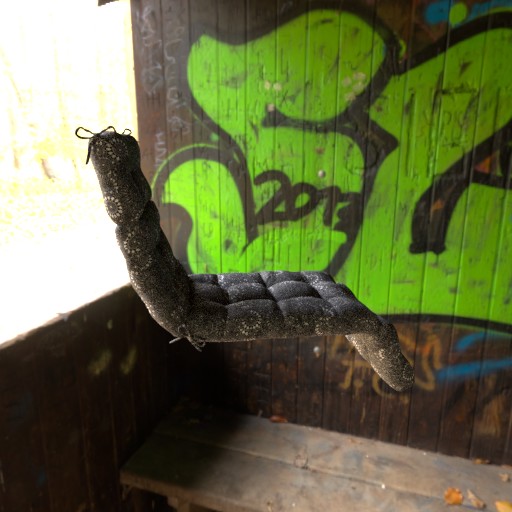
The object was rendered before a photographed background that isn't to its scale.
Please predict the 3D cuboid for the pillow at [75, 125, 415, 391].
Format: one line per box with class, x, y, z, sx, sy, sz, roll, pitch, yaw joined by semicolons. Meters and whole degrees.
pillow;0.000;0.000;1.535;1.016;0.863;0.526;-2;14;-9
